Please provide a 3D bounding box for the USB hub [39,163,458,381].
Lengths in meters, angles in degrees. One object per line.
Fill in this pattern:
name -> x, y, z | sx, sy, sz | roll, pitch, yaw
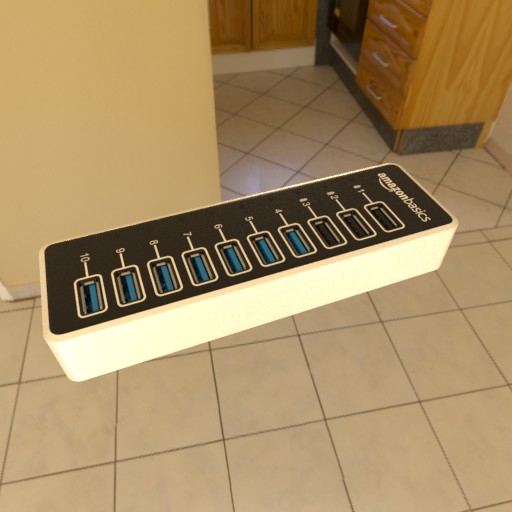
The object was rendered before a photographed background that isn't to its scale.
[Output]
USB hub -> 0.000, 0.000, 0.165 | 0.145, 0.023, 0.044 | -15, 48, -14
